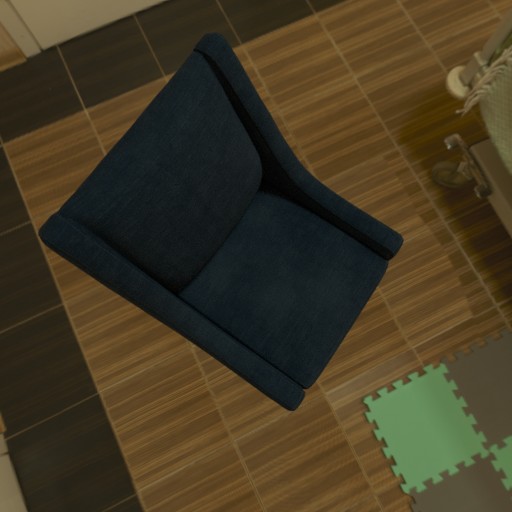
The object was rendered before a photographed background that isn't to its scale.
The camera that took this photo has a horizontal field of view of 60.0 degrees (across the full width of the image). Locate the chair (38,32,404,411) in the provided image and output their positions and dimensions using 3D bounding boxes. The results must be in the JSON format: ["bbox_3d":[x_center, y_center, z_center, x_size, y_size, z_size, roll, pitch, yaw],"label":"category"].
[{"bbox_3d":[0.000,0.000,1.609,0.870,1.014,0.774,34,79,8],"label":"chair"}]
